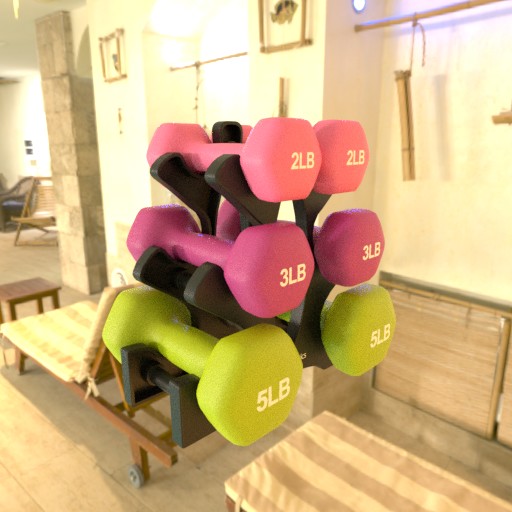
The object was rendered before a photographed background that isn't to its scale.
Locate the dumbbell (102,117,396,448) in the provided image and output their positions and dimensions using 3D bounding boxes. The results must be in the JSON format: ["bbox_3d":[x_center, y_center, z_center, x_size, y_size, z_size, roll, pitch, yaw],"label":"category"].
[{"bbox_3d":[0.000,0.000,0.444,0.257,0.261,0.203,-13,20,-42],"label":"dumbbell"}]
